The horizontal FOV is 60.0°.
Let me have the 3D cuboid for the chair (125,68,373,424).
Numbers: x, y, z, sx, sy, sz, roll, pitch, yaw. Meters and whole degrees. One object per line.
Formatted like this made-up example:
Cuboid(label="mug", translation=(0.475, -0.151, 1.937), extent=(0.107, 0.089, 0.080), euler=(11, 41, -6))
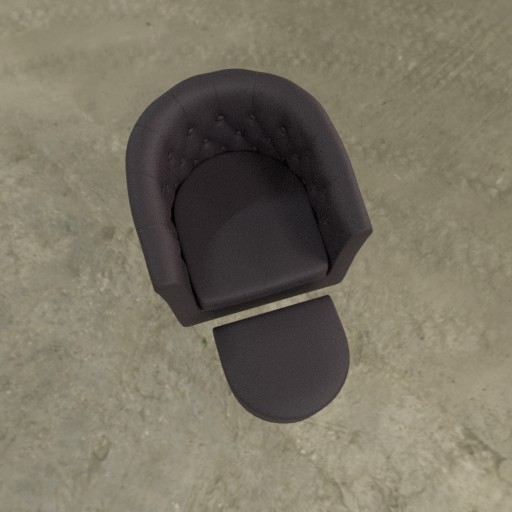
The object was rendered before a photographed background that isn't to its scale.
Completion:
Cuboid(label="chair", translation=(0.000, 0.000, 1.675), extent=(0.763, 0.760, 1.191), euler=(-15, 67, -7))
